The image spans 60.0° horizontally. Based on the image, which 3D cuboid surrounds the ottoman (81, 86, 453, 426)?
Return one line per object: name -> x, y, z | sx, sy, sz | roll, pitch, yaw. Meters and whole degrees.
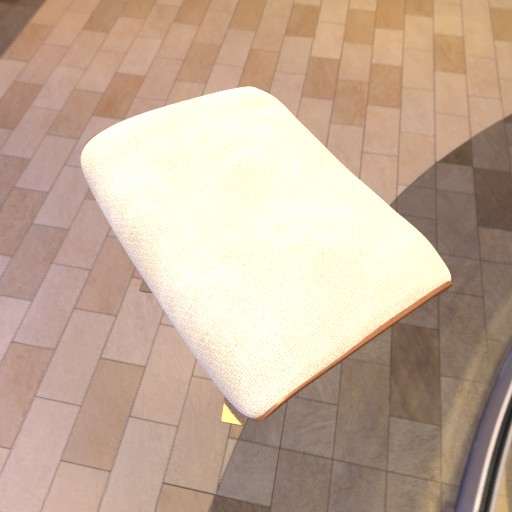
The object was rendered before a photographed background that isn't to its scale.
ottoman -> 0.000, 0.000, 0.802 | 0.394, 0.391, 0.520 | -31, 64, -17
